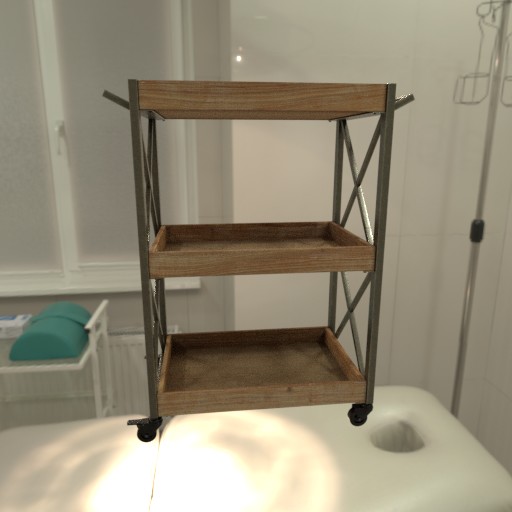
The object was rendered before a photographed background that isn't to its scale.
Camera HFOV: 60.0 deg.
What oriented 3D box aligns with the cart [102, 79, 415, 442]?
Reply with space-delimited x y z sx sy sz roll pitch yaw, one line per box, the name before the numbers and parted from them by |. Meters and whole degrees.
cart | 0.000 0.000 1.193 0.673 0.835 0.377 -2 14 -7
